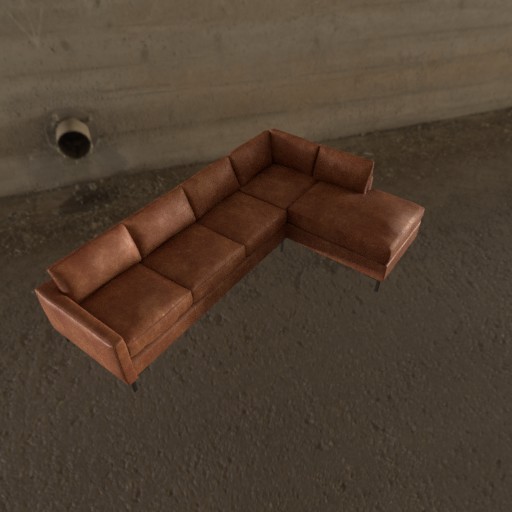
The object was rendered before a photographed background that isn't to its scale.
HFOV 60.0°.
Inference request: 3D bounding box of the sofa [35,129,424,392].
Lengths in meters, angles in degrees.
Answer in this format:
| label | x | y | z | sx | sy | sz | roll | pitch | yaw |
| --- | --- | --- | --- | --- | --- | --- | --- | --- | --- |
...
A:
| label | x | y | z | sx | sy | sz | roll | pitch | yaw |
| --- | --- | --- | --- | --- | --- | --- | --- | --- | --- |
| sofa | 0.000 | 0.000 | 3.897 | 1.938 | 0.877 | 2.984 | 26 | 48 | 26 |
